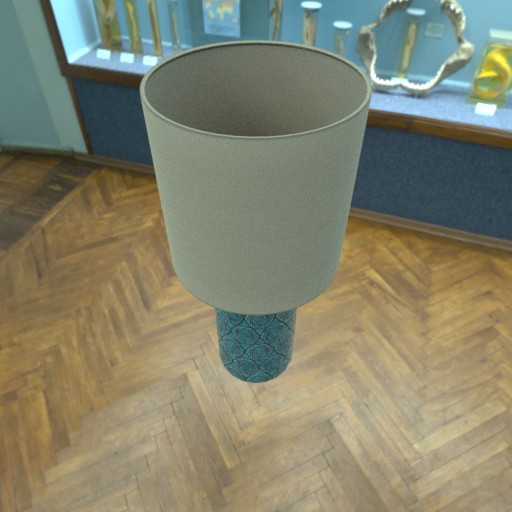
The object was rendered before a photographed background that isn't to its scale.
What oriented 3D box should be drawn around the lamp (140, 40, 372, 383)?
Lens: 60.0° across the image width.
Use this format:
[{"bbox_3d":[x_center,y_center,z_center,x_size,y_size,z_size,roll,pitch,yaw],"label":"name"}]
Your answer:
[{"bbox_3d":[0.000,0.000,0.747,0.278,0.597,0.278,15,46,15],"label":"lamp"}]
